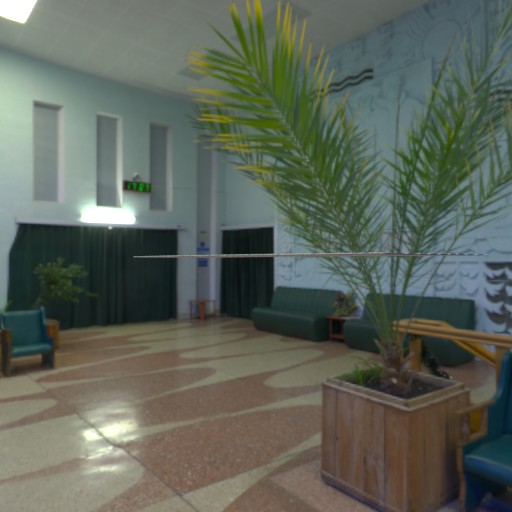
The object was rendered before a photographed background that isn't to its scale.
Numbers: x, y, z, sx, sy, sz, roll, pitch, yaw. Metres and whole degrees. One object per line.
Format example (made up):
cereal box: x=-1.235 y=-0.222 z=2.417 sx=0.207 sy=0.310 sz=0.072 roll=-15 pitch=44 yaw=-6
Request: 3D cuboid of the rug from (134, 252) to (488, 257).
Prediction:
rug: x=0.000 y=0.000 z=2.559 sx=0.620 sy=0.008 sz=2.372 roll=0 pitch=-1 yaw=-36
